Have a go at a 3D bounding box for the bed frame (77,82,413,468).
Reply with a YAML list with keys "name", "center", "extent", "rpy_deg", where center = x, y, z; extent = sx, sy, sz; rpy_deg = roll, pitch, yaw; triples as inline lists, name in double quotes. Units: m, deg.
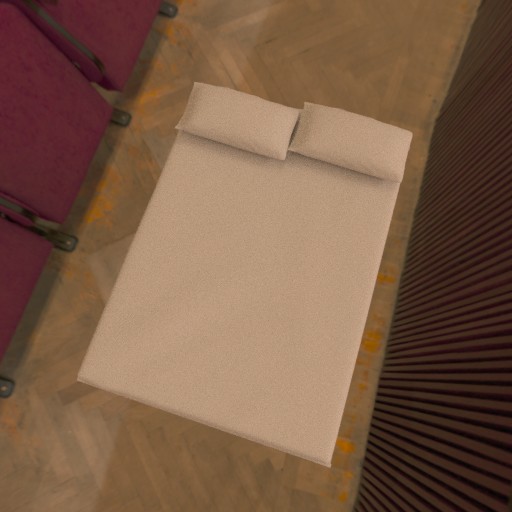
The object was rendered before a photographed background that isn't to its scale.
- name: "bed frame"
  center: [0.000, 0.000, 2.623]
  extent: [1.450, 0.629, 1.950]
  rpy_deg: [17, 76, 5]
